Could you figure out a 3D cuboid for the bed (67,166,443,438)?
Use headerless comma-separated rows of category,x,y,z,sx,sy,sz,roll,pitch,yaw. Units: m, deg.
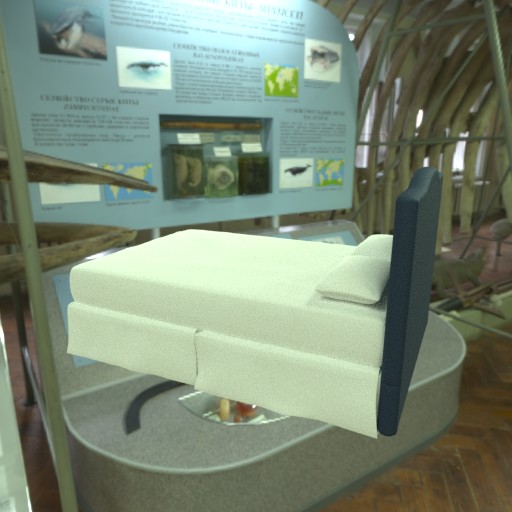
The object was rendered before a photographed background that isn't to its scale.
bed,0.000,0.000,3.489,2.507,1.441,1.741,7,17,25
